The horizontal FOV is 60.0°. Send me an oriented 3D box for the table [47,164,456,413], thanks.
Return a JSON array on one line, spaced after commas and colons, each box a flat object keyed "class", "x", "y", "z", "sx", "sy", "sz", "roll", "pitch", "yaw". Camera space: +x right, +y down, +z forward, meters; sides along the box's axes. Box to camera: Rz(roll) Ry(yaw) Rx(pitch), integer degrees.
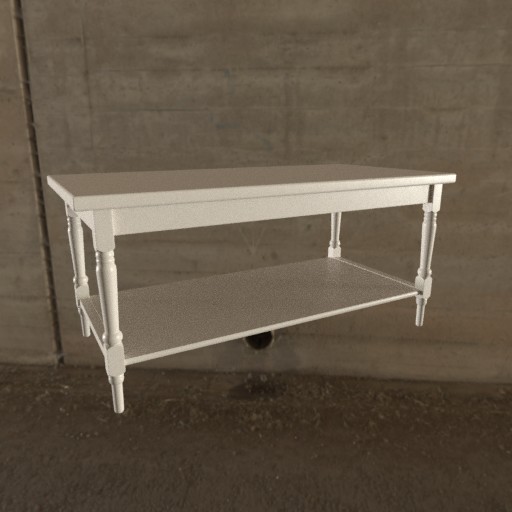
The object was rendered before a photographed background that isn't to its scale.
[{"class": "table", "x": 0.000, "y": 0.000, "z": 1.403, "sx": 1.107, "sy": 0.510, "sz": 0.550, "roll": -8, "pitch": 17, "yaw": -28}]
